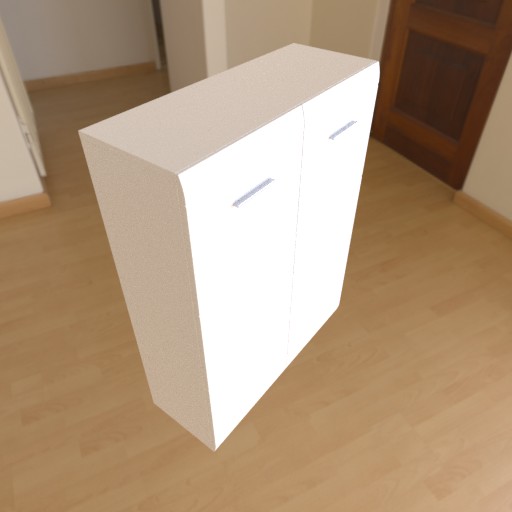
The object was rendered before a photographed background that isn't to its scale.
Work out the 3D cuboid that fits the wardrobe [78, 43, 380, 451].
[{"bbox_3d":[0.000,0.000,1.617,0.360,1.200,0.900,27,47,28],"label":"wardrobe"}]
